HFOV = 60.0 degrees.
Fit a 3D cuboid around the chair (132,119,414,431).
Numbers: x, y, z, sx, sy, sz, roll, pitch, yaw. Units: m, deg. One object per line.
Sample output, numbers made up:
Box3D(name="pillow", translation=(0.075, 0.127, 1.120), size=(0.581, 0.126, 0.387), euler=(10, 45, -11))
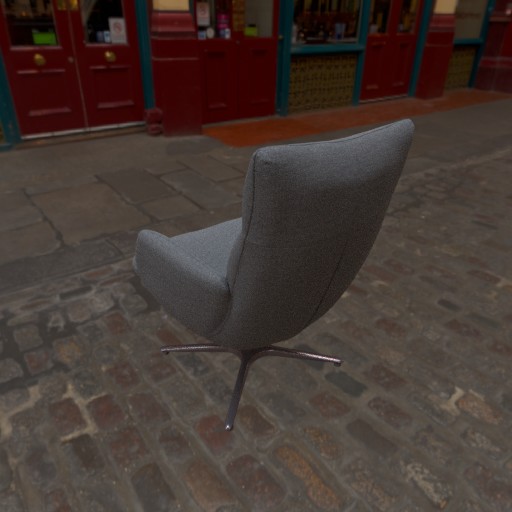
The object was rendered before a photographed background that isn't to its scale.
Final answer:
Box3D(name="chair", translation=(0.000, 0.000, 1.538), size=(0.702, 0.984, 0.831), euler=(-20, 34, -32))
